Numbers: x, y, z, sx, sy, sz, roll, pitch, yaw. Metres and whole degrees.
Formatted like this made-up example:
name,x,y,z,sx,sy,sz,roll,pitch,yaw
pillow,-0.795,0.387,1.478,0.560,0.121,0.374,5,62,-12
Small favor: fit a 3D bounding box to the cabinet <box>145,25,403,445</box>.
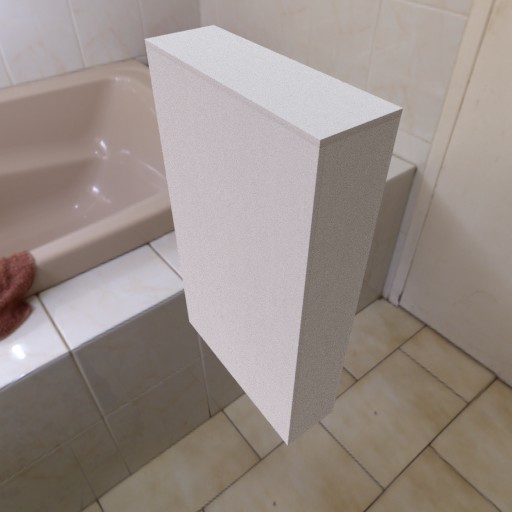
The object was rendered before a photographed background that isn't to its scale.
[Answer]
name,x,y,z,sx,sy,sz,roll,pitch,yaw
cabinet,0.000,0.000,1.543,0.250,1.280,0.750,-26,49,-26
